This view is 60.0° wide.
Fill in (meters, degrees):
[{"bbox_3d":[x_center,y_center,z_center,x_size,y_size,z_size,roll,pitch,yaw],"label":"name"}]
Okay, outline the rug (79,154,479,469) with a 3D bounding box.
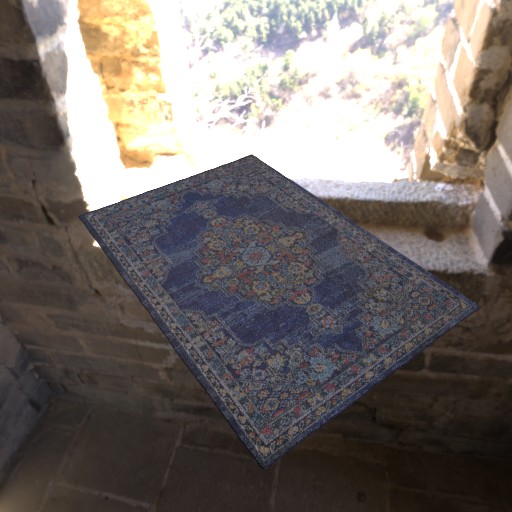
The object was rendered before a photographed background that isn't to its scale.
[{"bbox_3d":[0.000,0.000,3.771,2.053,0.011,2.940,-26,47,-26],"label":"rug"}]
